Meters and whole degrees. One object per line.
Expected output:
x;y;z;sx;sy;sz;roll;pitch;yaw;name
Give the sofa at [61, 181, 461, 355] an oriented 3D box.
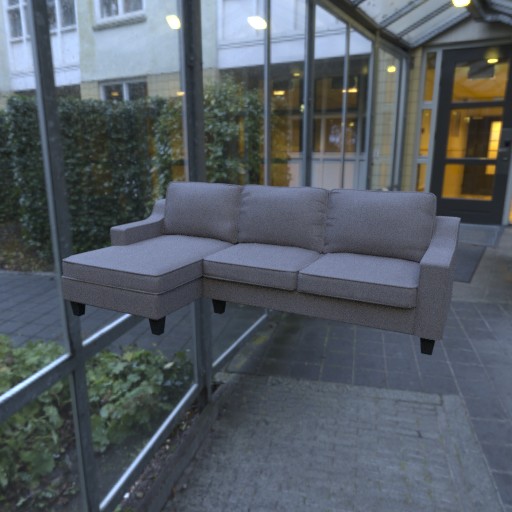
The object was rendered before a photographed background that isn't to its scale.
0.000;0.000;3.174;2.561;0.928;1.294;7;16;26;sofa
